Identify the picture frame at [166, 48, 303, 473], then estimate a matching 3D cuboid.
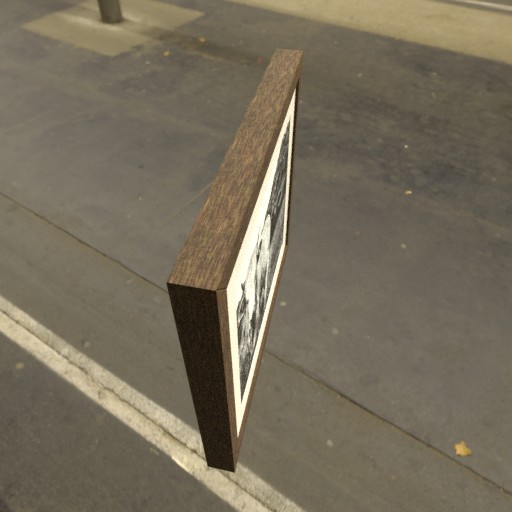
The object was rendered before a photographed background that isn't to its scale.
[{"bbox_3d":[0.000,0.000,0.523,0.033,0.330,0.378,9,47,9],"label":"picture frame"}]
